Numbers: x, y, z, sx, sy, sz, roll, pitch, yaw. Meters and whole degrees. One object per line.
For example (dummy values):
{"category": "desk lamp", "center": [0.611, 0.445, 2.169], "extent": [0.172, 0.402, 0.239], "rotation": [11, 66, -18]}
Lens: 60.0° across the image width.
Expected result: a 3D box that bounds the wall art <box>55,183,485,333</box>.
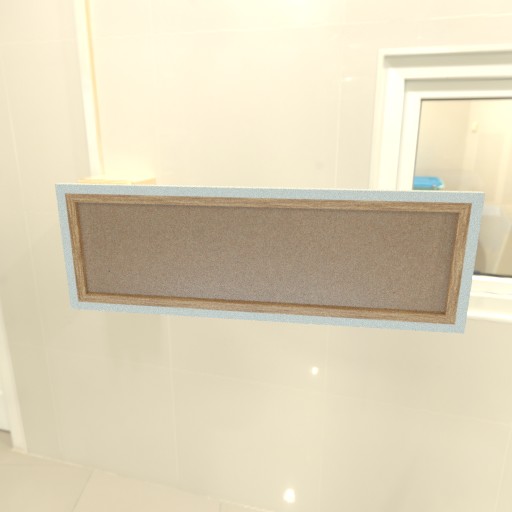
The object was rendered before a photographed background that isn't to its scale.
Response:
{"category": "wall art", "center": [0.000, 0.000, 1.645], "extent": [1.520, 0.507, 0.039], "rotation": [2, 17, 8]}
